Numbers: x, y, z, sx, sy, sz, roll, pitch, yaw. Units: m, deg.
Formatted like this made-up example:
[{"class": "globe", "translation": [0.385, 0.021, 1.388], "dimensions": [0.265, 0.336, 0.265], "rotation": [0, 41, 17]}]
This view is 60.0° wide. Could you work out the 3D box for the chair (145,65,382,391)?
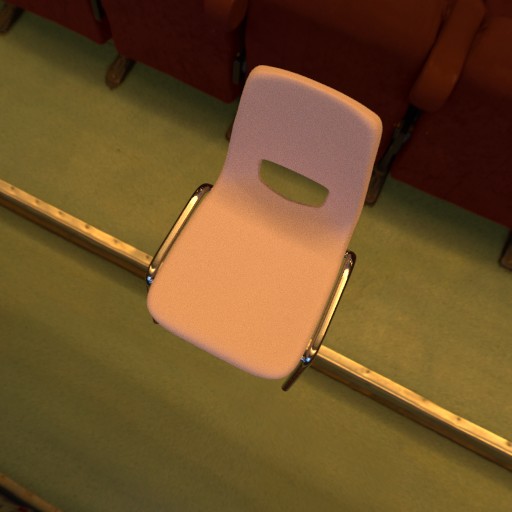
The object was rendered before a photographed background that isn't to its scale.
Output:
[{"class": "chair", "translation": [0.000, 0.000, 0.807], "dimensions": [0.354, 0.537, 0.385], "rotation": [26, 77, 6]}]
